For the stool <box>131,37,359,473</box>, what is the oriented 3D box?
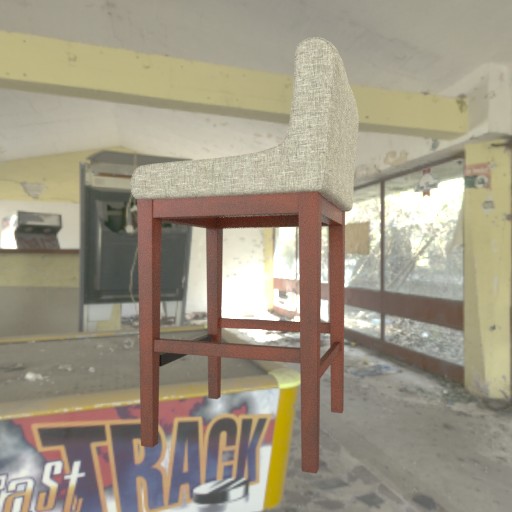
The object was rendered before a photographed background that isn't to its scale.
[{"bbox_3d":[0.000,0.000,1.085,0.459,0.835,0.417,0,0,19],"label":"stool"}]
